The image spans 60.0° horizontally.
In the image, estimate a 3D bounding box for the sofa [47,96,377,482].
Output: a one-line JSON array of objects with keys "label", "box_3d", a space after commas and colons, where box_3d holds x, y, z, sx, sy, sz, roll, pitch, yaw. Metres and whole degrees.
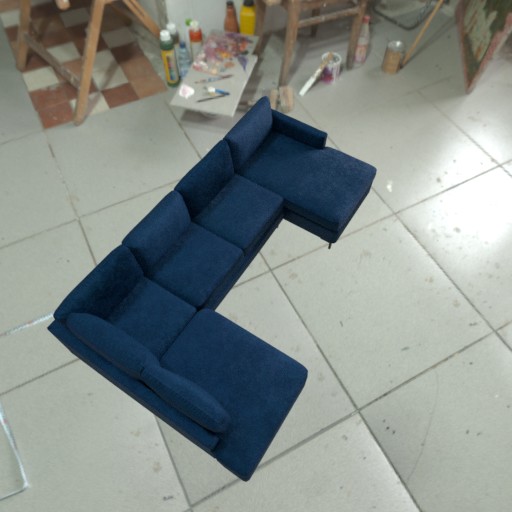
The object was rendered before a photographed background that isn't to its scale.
[{"label": "sofa", "box_3d": [0.000, 0.000, 4.396, 2.055, 0.992, 3.434, 29, 63, 17]}]
